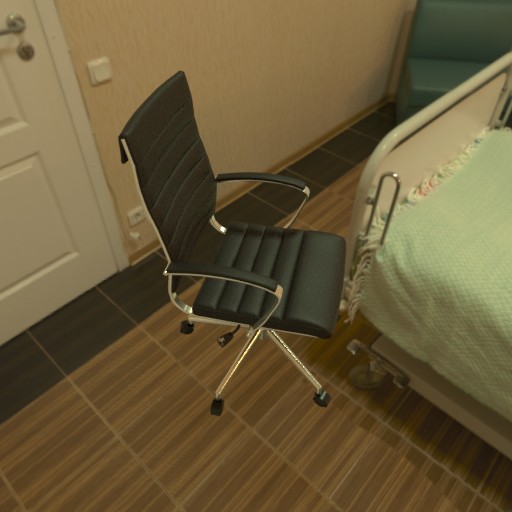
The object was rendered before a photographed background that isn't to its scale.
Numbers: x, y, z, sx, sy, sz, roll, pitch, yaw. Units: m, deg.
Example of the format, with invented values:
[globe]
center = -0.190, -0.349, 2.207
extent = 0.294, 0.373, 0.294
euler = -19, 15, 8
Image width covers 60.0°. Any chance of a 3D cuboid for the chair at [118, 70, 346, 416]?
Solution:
[chair]
center = 0.000, 0.000, 1.652
extent = 0.739, 1.149, 0.766
euler = 10, 45, 10
